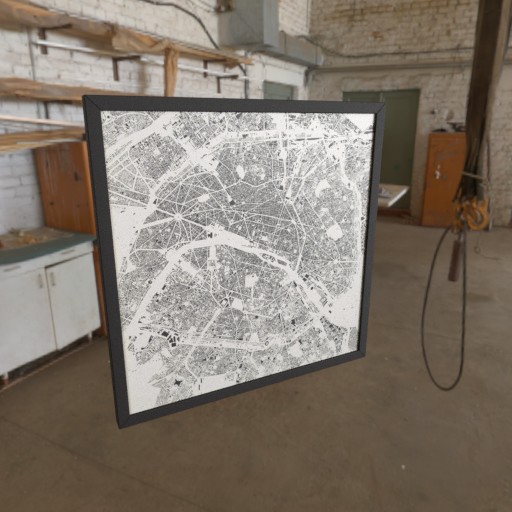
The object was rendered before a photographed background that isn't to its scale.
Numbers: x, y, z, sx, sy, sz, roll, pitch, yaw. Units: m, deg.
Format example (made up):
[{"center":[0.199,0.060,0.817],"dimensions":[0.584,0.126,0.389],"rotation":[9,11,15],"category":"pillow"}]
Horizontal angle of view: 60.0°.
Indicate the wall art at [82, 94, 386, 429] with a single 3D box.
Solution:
[{"center":[0.000,0.000,1.144],"dimensions":[0.763,0.763,0.037],"rotation":[-8,19,-26],"category":"wall art"}]
